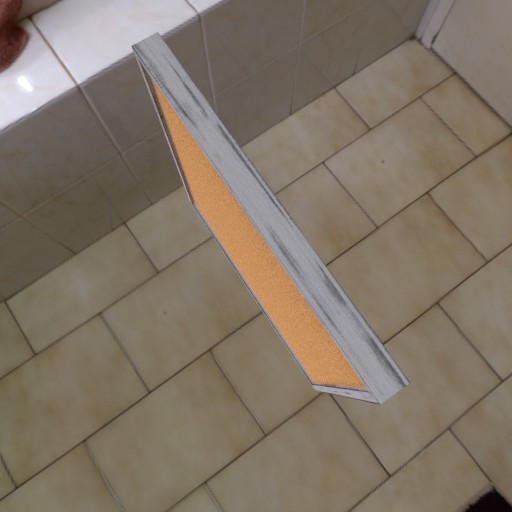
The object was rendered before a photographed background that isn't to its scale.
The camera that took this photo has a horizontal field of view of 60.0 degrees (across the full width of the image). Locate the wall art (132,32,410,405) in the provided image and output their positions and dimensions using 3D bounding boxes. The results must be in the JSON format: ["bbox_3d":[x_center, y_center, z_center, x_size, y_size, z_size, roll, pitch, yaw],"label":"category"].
[{"bbox_3d":[0.000,0.000,0.740,0.038,0.506,0.506,-32,77,-8],"label":"wall art"}]
